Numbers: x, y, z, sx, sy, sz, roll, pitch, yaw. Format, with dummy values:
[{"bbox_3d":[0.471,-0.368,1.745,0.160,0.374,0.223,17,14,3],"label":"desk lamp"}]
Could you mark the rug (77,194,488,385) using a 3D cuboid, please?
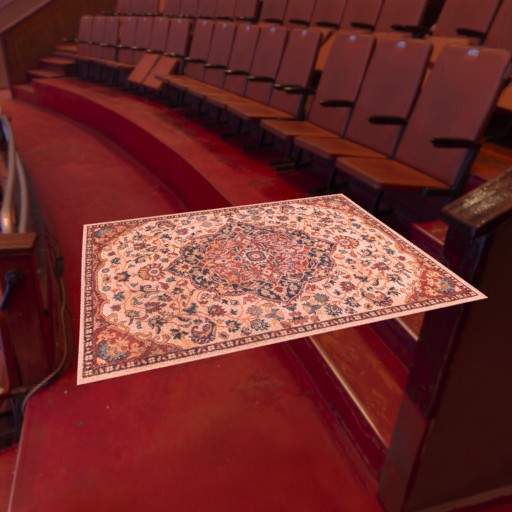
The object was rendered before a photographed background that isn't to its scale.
[{"bbox_3d":[0.000,0.000,4.113,3.067,0.005,2.454,-9,30,-16],"label":"rug"}]
